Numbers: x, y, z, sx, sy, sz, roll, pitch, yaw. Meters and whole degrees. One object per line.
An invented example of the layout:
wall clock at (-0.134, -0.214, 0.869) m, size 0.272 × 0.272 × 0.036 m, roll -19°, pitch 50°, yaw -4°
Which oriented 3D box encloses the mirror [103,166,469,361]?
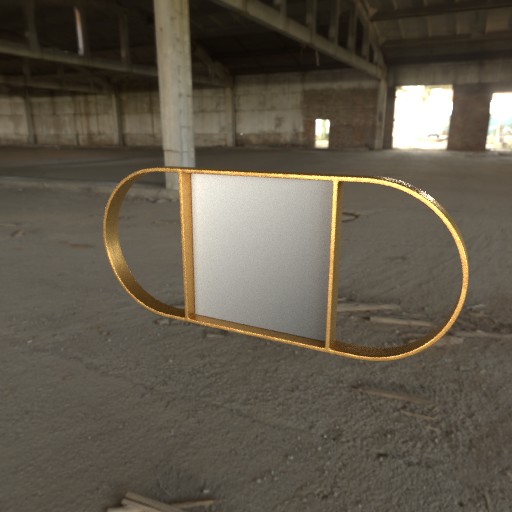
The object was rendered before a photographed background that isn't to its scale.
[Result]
mirror at (0.000, 0.000, 0.673) m, size 0.584 × 0.254 × 0.032 m, roll 8°, pitch 18°, yaw 25°
